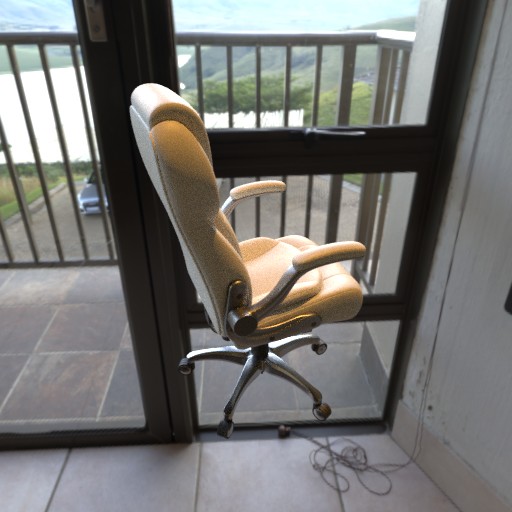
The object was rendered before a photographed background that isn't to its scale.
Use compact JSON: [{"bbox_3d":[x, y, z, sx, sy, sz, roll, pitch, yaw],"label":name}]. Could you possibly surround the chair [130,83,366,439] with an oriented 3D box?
[{"bbox_3d":[0.000,0.000,1.816,0.806,1.330,0.755,-11,31,-18],"label":"chair"}]
